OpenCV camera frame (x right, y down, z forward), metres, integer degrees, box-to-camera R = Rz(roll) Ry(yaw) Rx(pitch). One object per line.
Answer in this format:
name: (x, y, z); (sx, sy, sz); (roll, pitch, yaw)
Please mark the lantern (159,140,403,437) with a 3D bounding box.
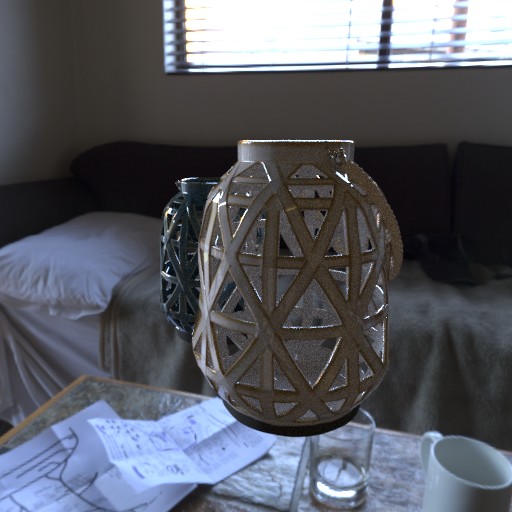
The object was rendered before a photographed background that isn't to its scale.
lantern: (0.000, 0.000, 0.611); (0.245, 0.307, 0.439); (-8, 16, -27)
